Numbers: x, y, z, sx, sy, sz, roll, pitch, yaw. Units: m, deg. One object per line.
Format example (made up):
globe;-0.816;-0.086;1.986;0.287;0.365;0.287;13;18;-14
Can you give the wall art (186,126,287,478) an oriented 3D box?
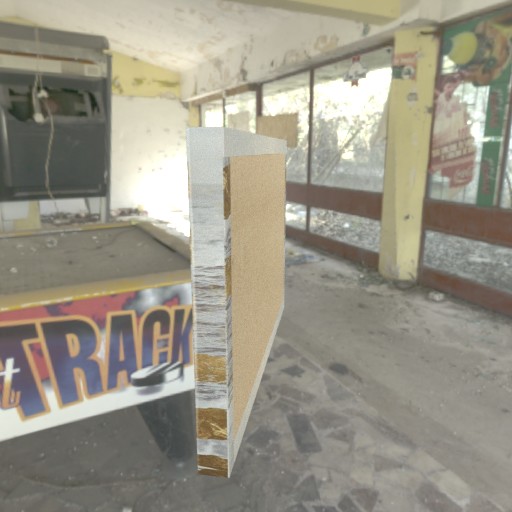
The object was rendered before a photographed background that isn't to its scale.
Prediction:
wall art;0.000;0.000;0.780;0.041;0.407;0.606;2;14;9
